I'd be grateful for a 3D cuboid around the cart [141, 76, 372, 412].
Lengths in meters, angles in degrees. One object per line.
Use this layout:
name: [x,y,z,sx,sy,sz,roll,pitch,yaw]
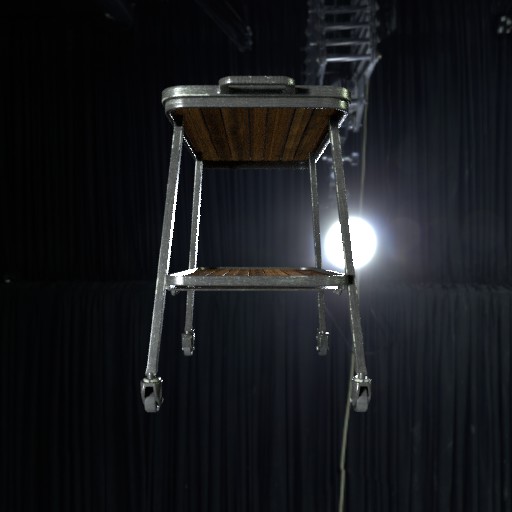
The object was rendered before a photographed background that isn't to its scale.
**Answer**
cart: [0.000,0.000,1.251,0.515,0.700,0.806,0,0,0]
